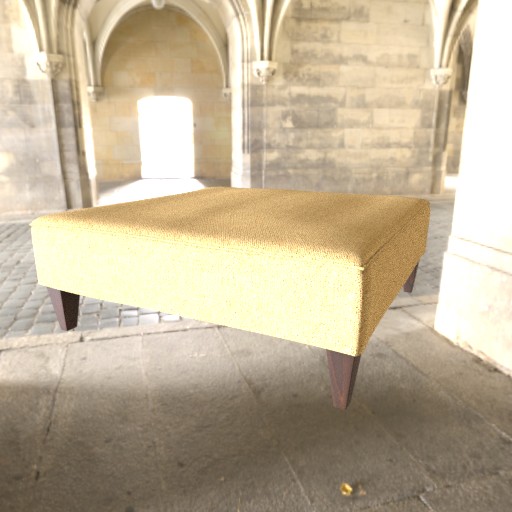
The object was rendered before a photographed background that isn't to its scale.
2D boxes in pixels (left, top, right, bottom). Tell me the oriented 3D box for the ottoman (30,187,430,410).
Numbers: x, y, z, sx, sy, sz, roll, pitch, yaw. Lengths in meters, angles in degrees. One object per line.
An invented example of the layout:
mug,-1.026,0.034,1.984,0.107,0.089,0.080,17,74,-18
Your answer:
ottoman,0.000,0.000,1.496,0.981,0.378,0.970,8,17,27
